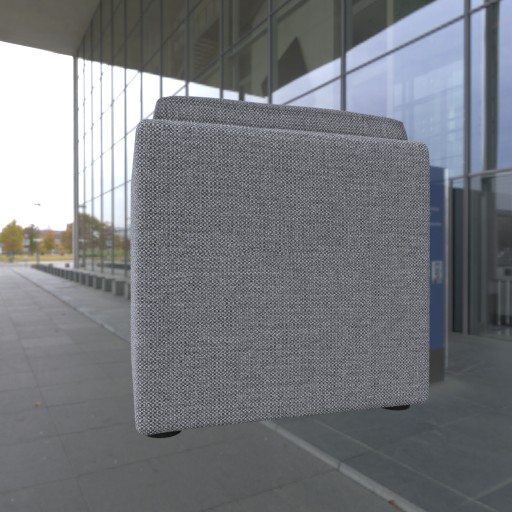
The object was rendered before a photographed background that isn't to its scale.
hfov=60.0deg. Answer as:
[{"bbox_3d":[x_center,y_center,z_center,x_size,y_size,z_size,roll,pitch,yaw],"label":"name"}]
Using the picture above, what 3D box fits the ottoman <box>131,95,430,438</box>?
[{"bbox_3d":[0.000,0.000,0.844,0.454,0.487,0.436,0,0,-16],"label":"ottoman"}]
